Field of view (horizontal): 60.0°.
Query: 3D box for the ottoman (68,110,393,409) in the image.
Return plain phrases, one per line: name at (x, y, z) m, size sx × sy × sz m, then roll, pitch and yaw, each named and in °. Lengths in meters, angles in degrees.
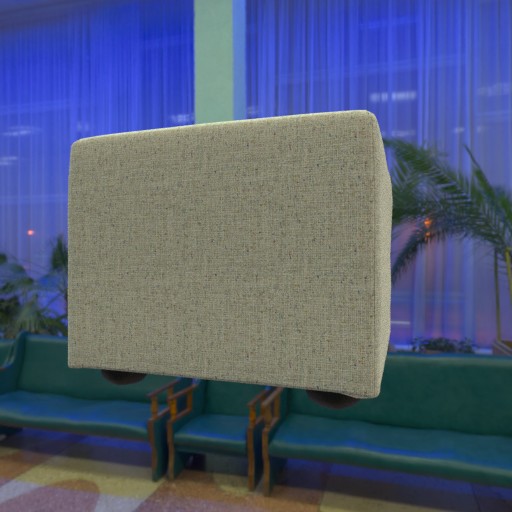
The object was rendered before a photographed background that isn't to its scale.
ottoman at (0.000, 0.000, 0.905) m, size 0.521 × 0.453 × 0.512 m, roll 0°, pitch 0°, yaw 19°
